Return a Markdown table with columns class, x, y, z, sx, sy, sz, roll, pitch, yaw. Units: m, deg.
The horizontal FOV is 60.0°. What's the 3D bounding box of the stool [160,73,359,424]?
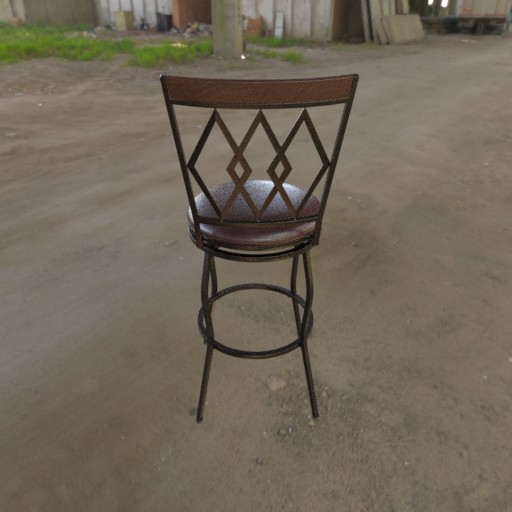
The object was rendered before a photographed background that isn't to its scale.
| class | x | y | z | sx | sy | sz | roll | pitch | yaw |
| --- | --- | --- | --- | --- | --- | --- | --- | --- | --- |
| stool | 0.000 | 0.000 | 1.400 | 0.432 | 1.134 | 0.521 | -1 | 30 | -2 |
